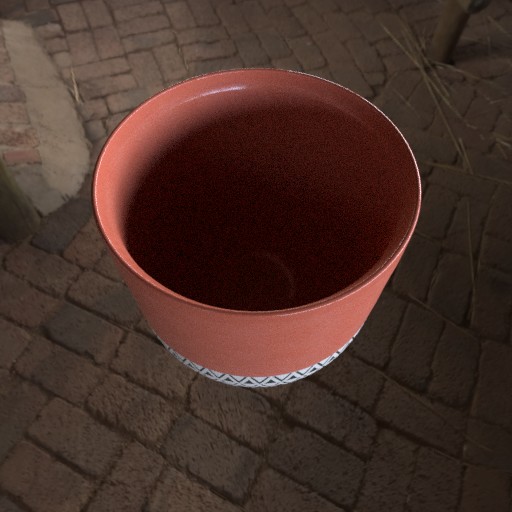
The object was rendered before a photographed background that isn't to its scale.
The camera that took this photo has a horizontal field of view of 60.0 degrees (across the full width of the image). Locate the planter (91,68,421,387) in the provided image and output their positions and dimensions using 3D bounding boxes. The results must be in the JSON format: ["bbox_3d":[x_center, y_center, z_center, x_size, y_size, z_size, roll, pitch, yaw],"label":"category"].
[{"bbox_3d":[0.000,0.000,0.475,0.266,0.270,0.266,0,58,0],"label":"planter"}]
